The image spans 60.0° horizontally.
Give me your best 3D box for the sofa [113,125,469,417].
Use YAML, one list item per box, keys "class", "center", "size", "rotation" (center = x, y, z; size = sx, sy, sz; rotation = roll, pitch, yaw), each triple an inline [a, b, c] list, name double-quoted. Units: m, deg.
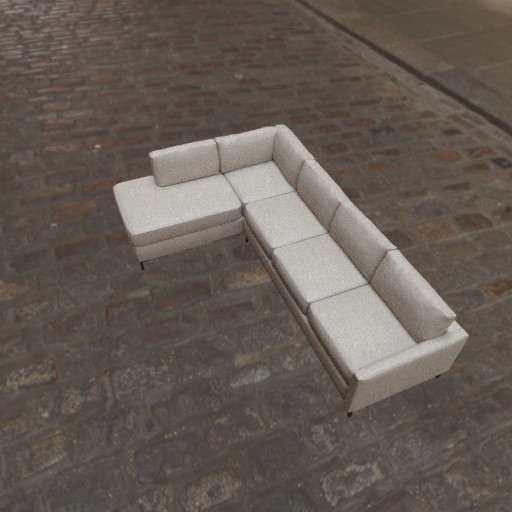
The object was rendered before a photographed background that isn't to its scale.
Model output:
- class: "sofa"
  center: [0.000, 0.000, 3.178]
  size: [1.617, 0.703, 2.423]
  rotation: [-17, 48, -16]
